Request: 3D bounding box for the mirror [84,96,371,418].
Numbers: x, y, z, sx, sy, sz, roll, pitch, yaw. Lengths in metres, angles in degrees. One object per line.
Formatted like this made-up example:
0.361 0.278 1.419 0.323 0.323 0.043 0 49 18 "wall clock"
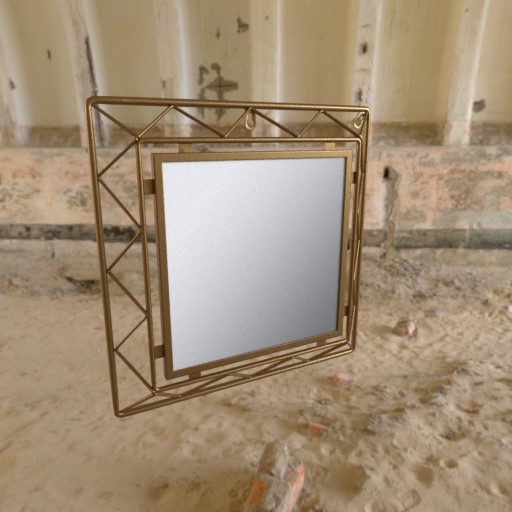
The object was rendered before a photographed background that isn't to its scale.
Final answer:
0.000 0.000 0.624 0.416 0.414 0.046 -8 17 -27 "mirror"
